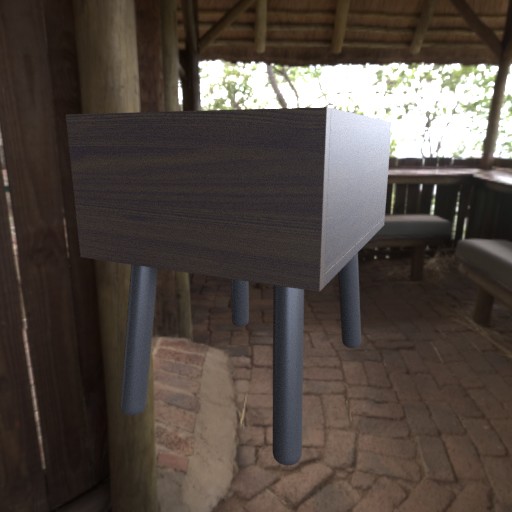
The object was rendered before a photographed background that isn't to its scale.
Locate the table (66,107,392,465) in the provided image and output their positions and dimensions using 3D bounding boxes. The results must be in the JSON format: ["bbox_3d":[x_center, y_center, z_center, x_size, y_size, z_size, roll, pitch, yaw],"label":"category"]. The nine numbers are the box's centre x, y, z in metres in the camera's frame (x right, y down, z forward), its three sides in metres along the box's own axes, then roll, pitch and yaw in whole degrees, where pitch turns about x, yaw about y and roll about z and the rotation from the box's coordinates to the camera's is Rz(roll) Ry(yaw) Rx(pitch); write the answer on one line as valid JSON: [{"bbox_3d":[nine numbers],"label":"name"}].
[{"bbox_3d":[0.000,0.000,0.793,0.370,0.470,0.450,7,16,24],"label":"table"}]
